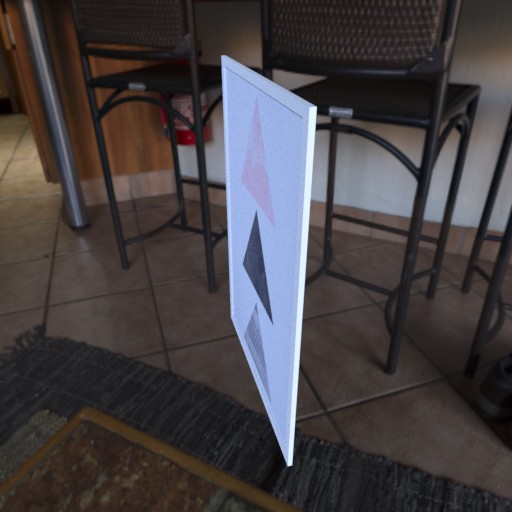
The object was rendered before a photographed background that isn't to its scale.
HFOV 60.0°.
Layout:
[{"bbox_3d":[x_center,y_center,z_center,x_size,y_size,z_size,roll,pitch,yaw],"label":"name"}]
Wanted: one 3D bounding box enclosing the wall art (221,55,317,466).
[{"bbox_3d":[0.000,0.000,1.223,0.013,0.940,0.659,-9,32,-14],"label":"wall art"}]
